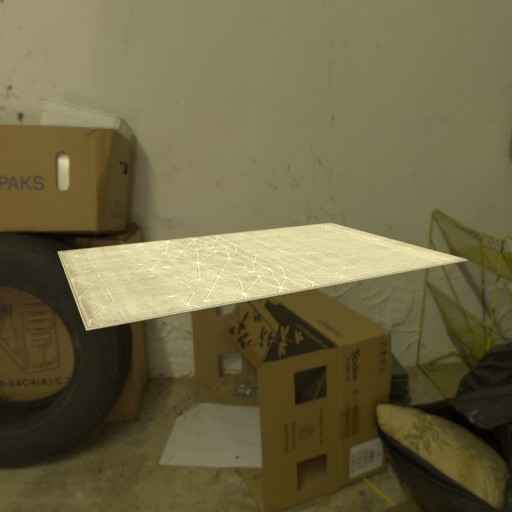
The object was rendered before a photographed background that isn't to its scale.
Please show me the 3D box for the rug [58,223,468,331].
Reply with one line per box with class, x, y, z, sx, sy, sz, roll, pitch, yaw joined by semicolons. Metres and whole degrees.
rug;0.000;0.000;3.101;2.438;0.012;1.524;-8;17;-27
